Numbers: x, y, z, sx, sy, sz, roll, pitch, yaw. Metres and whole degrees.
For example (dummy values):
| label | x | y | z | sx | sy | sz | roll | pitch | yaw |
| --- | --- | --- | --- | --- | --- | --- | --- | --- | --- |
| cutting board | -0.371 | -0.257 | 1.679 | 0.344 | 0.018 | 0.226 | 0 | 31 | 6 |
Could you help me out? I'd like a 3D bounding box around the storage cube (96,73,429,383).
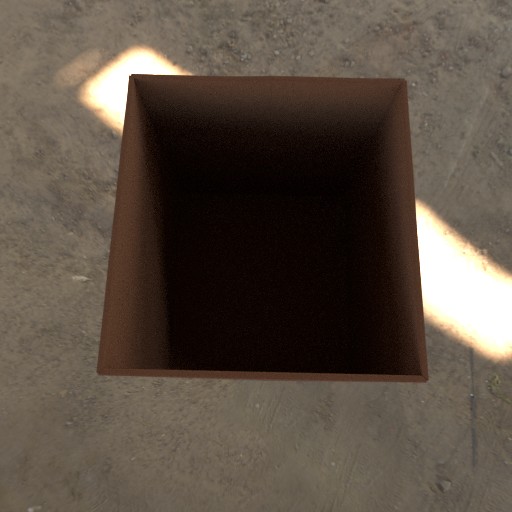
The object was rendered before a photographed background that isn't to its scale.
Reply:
| label | x | y | z | sx | sy | sz | roll | pitch | yaw |
| --- | --- | --- | --- | --- | --- | --- | --- | --- | --- |
| storage cube | 0.000 | 0.000 | 0.502 | 0.270 | 0.280 | 0.270 | 1 | 75 | 0 |
